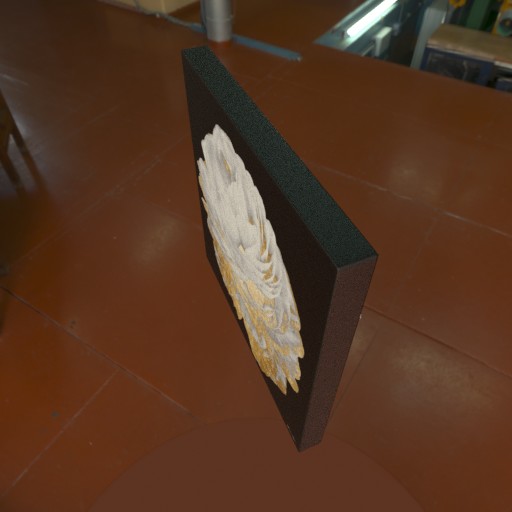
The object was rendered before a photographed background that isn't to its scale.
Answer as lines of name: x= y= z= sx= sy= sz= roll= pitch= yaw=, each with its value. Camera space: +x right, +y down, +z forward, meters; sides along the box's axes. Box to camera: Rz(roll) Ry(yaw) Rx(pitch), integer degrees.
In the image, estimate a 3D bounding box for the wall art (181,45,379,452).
wall art: x=0.000 y=0.000 z=0.607 sx=0.041 sy=0.407 sz=0.406 roll=-18 pitch=51 yaw=-15
